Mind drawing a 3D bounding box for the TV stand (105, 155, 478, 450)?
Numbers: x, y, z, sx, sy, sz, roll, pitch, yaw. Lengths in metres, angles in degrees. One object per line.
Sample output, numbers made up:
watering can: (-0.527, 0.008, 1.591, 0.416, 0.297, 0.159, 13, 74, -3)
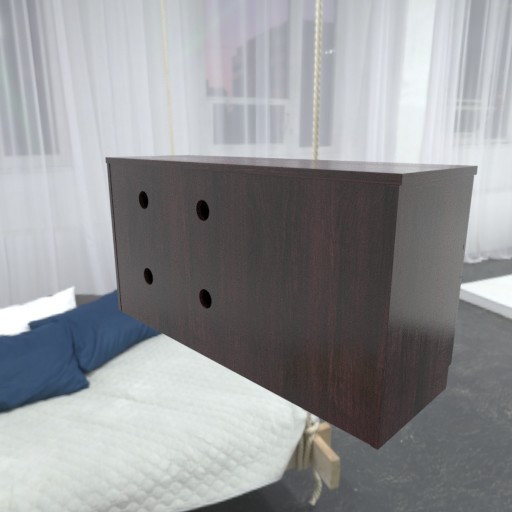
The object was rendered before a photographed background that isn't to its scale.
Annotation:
TV stand: (0.000, 0.000, 1.458, 0.404, 0.614, 1.192, -14, 20, -43)
